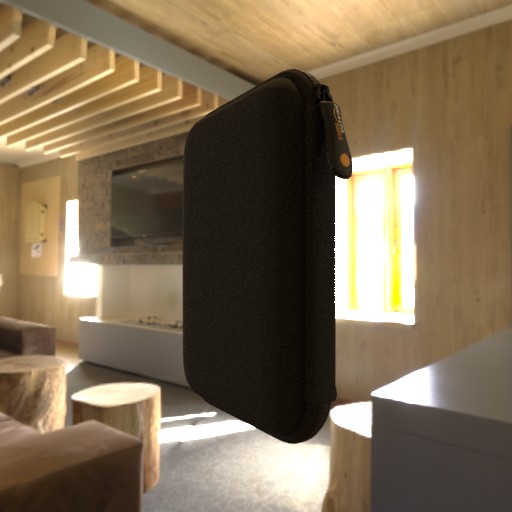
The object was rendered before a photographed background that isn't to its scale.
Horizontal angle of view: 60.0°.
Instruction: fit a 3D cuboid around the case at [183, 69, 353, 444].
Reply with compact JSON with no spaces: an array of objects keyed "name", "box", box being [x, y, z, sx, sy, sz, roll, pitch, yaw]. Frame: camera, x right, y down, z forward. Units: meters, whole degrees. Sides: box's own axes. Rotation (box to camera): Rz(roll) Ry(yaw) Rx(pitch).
[{"name":"case","box":[0.000,0.000,0.195,0.030,0.147,0.107,1,-2,-35]}]
